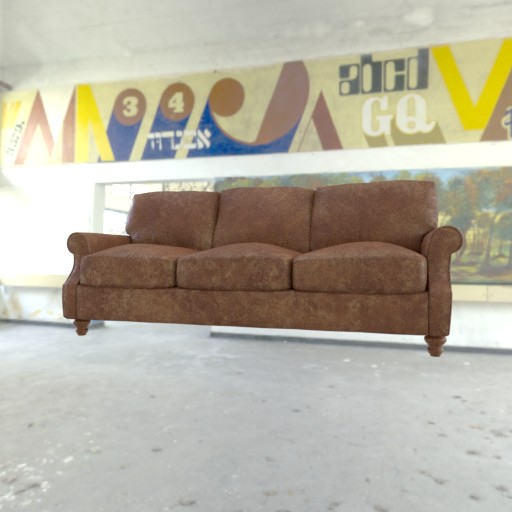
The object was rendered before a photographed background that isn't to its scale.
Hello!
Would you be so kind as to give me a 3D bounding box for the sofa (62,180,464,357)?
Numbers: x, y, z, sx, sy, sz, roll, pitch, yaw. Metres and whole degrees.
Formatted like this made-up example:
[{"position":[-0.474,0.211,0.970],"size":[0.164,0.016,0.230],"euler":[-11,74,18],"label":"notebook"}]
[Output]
[{"position":[0.000,0.000,2.834],"size":[2.351,0.977,0.973],"euler":[0,0,16],"label":"sofa"}]
